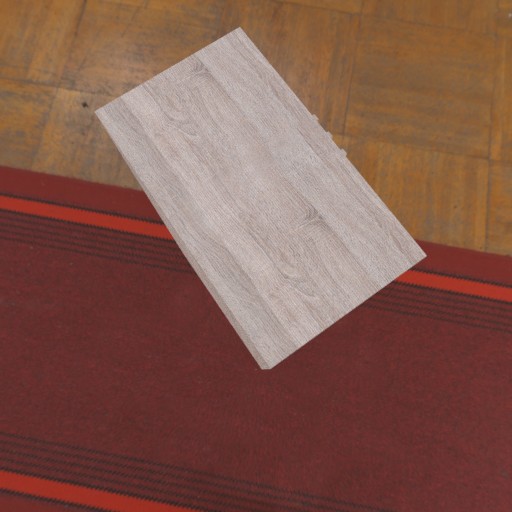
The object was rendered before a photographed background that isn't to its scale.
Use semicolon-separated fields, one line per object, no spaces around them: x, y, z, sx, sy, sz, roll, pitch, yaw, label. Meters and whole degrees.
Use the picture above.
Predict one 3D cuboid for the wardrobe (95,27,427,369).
0.000;0.000;2.346;0.600;1.960;1.000;-34;78;-8;wardrobe
